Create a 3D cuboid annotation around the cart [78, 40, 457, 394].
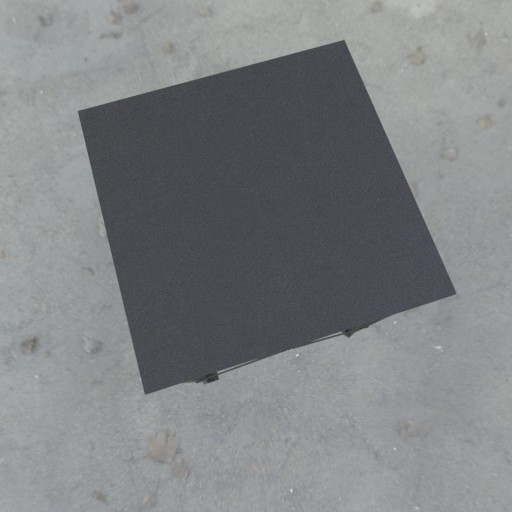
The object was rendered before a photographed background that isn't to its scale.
[{"bbox_3d":[0.000,0.000,1.132,0.521,0.762,0.520,-17,75,-5],"label":"cart"}]
